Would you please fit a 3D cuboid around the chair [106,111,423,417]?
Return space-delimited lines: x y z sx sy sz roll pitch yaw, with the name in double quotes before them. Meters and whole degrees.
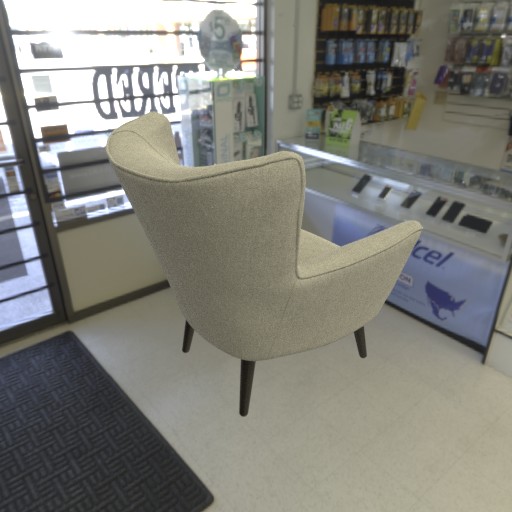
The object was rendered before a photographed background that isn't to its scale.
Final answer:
"chair" 0.000 0.000 1.584 0.888 0.933 0.781 -18 32 -32
